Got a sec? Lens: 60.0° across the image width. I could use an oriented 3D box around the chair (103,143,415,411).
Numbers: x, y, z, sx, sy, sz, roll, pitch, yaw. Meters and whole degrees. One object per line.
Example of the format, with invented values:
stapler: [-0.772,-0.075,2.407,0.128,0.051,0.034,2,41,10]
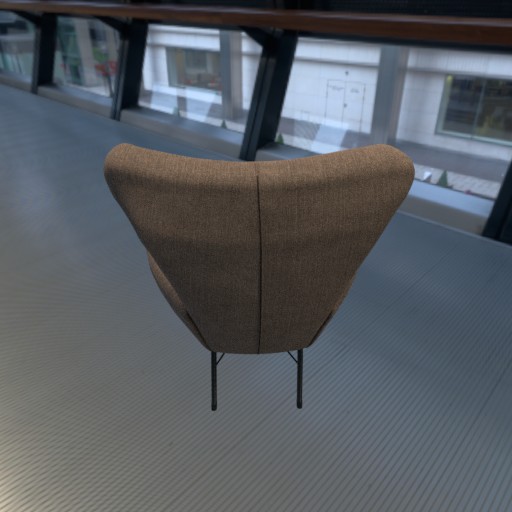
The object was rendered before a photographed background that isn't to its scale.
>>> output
chair: [0.000,0.000,1.763,0.980,1.040,0.900,-1,30,-3]
